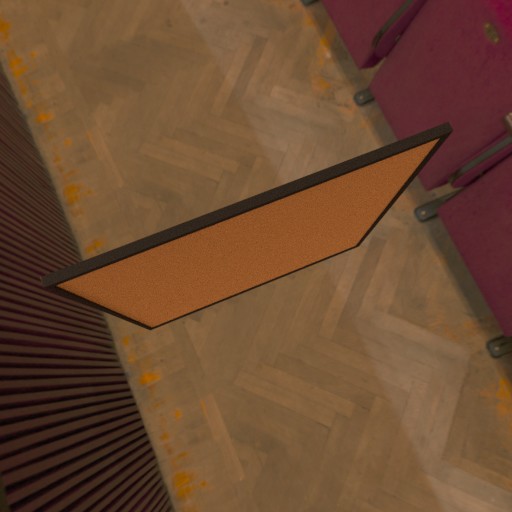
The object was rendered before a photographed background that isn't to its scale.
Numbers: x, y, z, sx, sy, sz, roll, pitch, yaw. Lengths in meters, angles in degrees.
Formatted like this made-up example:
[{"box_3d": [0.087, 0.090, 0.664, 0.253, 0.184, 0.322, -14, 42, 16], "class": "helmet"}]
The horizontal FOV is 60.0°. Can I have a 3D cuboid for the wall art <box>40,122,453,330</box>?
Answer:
[{"box_3d": [0.000, 0.000, 0.682, 0.458, 0.457, 0.013, -22, 76, -6], "class": "wall art"}]
